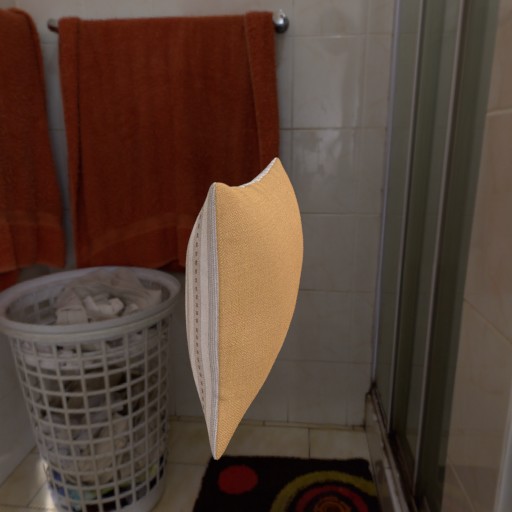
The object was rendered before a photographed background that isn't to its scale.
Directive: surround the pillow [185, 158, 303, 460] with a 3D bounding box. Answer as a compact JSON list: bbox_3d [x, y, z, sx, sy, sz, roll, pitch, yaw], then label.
[{"bbox_3d":[0.000,0.000,0.724,0.151,0.291,0.608,2,15,8],"label":"pillow"}]
